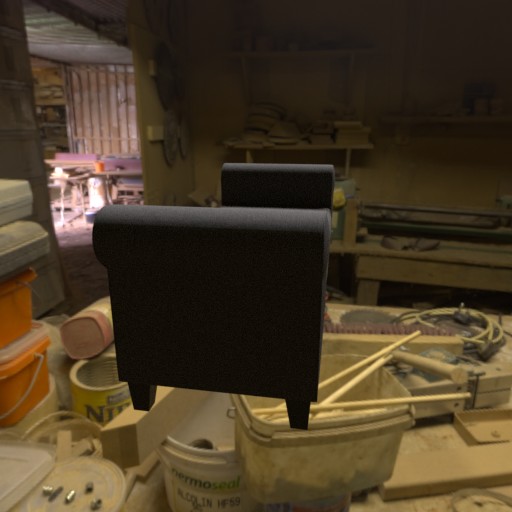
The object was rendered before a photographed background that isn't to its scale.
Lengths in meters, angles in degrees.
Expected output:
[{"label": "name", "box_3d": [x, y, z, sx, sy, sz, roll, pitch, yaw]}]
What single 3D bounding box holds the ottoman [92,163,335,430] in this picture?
[{"label": "ottoman", "box_3d": [0.000, 0.000, 1.574, 0.521, 0.547, 1.256, 3, 17, 10]}]
